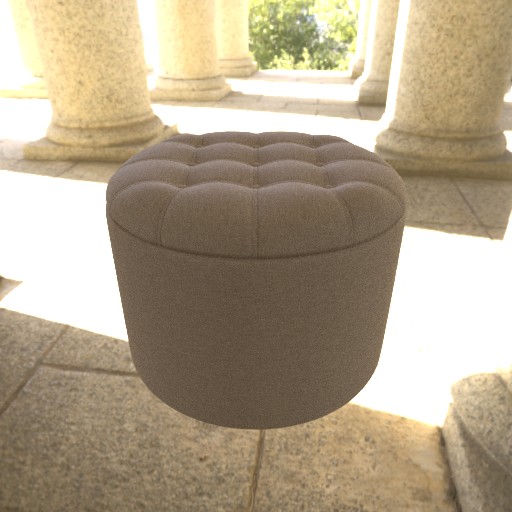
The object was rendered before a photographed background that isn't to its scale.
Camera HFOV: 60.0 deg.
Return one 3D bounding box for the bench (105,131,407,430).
[{"bbox_3d":[0.000,0.000,0.987,0.600,0.454,0.600,0,29,0],"label":"bench"}]
